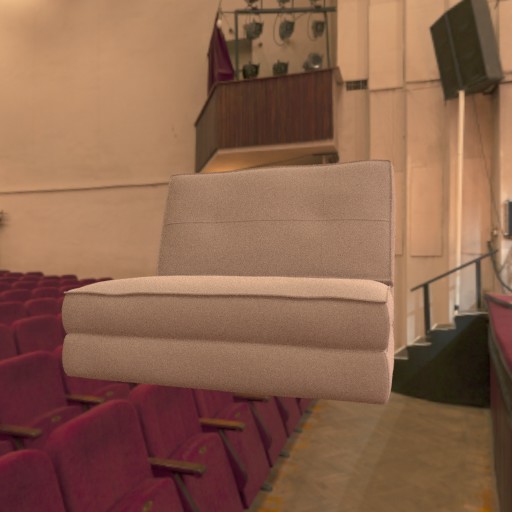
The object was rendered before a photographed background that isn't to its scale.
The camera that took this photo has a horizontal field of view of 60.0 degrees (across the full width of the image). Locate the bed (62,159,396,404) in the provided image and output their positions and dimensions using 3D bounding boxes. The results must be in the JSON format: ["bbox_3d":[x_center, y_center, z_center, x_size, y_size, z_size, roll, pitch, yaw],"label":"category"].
[{"bbox_3d":[0.000,0.000,1.322,0.799,0.614,0.749,0,-1,17],"label":"bed"}]
